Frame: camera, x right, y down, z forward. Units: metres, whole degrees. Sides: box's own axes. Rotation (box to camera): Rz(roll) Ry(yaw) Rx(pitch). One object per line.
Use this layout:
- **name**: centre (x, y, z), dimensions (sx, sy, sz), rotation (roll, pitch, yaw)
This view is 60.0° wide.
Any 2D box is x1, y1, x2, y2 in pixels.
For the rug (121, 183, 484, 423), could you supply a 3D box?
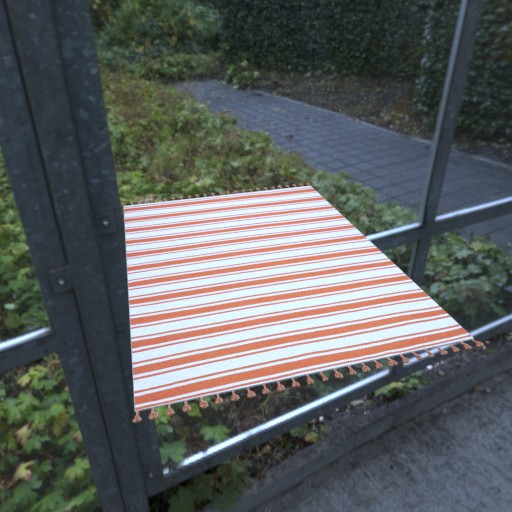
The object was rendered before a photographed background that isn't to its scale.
- **rug**: centre (0.000, 0.000, 4.281), dimensions (2.451, 0.035, 3.369), rotation (-8, 31, -14)
